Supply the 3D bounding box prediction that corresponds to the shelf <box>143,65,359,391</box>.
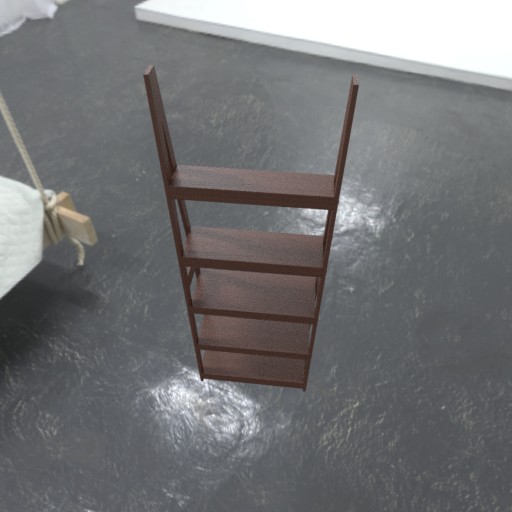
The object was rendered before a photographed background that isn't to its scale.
[{"bbox_3d":[0.000,0.000,1.973,0.600,1.770,0.350,5,47,4],"label":"shelf"}]
